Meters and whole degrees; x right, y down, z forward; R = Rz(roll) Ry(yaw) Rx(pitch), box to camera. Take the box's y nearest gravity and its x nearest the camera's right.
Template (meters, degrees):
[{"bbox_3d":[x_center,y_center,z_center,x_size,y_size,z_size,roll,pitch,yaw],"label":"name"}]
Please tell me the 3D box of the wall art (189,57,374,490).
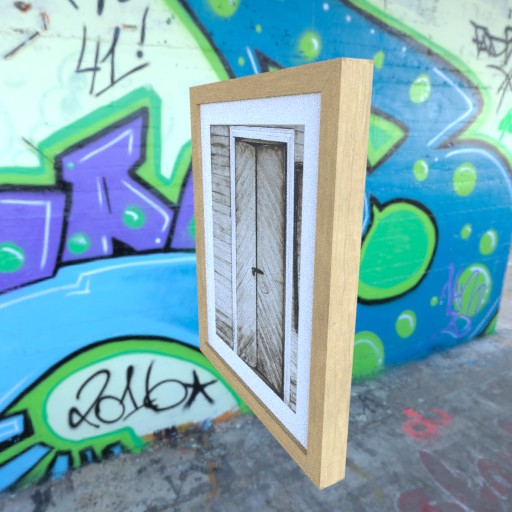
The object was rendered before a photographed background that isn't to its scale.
[{"bbox_3d":[0.000,0.000,0.506,0.030,0.380,0.312,-9,19,-27],"label":"wall art"}]
